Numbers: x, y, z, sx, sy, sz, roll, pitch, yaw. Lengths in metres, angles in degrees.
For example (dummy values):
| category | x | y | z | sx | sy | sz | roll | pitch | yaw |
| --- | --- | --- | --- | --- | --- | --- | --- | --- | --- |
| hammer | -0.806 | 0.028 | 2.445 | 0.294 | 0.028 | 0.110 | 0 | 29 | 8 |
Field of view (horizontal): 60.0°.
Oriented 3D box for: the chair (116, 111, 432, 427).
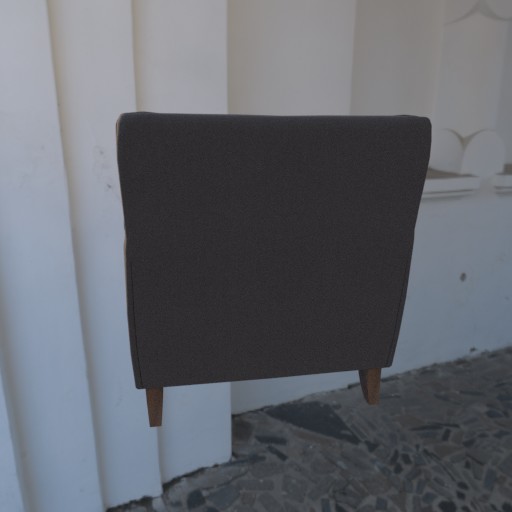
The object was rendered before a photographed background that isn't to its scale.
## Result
| category | x | y | z | sx | sy | sz | roll | pitch | yaw |
| --- | --- | --- | --- | --- | --- | --- | --- | --- | --- |
| chair | 0.000 | 0.000 | 1.552 | 0.836 | 0.911 | 0.831 | -2 | 15 | -9 |
